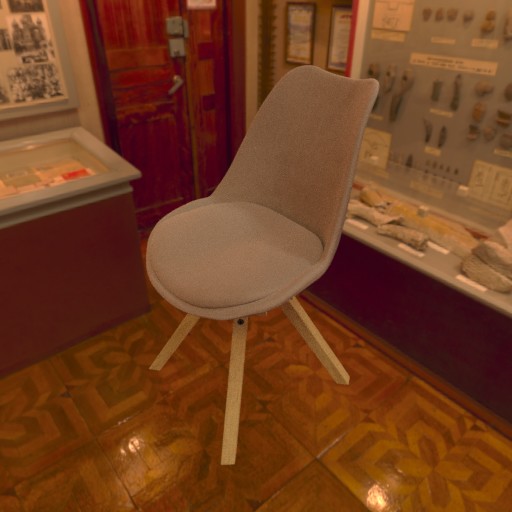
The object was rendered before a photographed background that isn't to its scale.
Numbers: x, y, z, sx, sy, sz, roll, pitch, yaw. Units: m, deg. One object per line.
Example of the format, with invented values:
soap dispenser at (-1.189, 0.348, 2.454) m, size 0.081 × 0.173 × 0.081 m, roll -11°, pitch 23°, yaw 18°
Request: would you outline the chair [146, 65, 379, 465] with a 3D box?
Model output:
chair at (0.000, 0.000, 1.156) m, size 0.550 × 0.850 × 0.485 m, roll -23°, pitch 39°, yaw -31°
